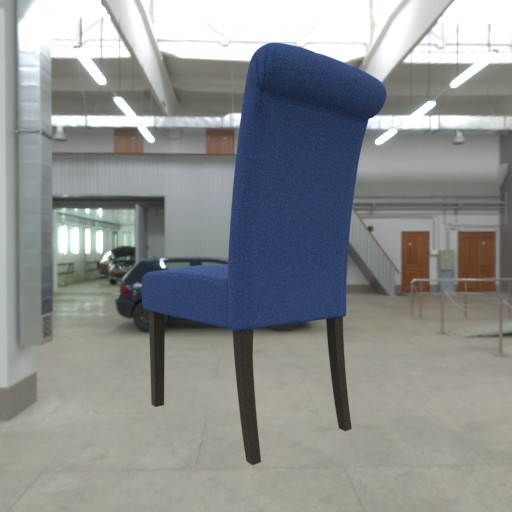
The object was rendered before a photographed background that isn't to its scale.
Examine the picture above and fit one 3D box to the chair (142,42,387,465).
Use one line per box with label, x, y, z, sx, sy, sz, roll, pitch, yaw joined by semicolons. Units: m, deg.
chair;0.000;0.000;1.354;0.456;1.006;0.671;-1;1;-37
